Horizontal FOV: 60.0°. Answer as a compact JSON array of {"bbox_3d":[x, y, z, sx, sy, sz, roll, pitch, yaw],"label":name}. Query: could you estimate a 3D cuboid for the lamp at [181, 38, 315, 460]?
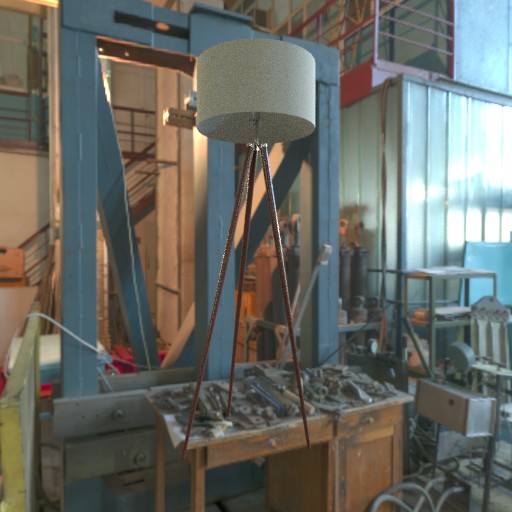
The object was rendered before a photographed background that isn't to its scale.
[{"bbox_3d":[0.000,0.000,1.826,0.483,1.553,0.483,0,1,18],"label":"lamp"}]
